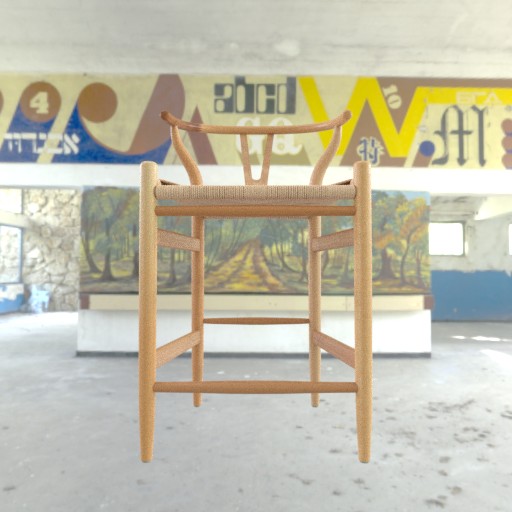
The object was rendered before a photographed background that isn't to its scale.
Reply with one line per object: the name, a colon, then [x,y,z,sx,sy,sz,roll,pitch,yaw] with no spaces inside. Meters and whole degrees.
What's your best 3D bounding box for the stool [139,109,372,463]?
stool: [0.000,0.000,1.260,0.536,0.923,0.575,0,-2,0]
